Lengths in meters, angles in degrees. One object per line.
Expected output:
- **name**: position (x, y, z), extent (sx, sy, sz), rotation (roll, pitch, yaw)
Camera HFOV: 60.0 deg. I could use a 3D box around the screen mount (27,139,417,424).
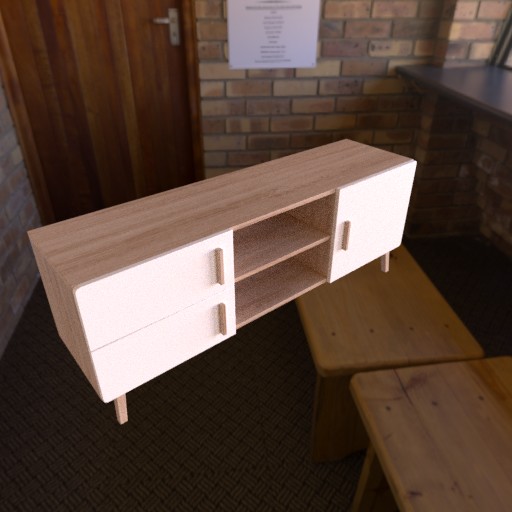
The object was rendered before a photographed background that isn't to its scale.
- **screen mount**: position (0.000, 0.000, 1.796), extent (1.500, 0.570, 0.420), rotation (-23, 39, -33)
